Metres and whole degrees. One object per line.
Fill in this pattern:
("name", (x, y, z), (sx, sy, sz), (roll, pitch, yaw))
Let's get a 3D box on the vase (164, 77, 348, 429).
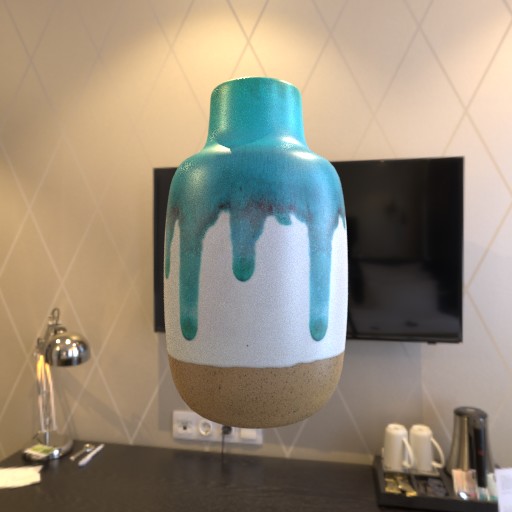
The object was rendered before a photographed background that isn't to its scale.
("vase", (0.000, 0.000, 0.261), (0.106, 0.192, 0.106), (0, -1, 0))
